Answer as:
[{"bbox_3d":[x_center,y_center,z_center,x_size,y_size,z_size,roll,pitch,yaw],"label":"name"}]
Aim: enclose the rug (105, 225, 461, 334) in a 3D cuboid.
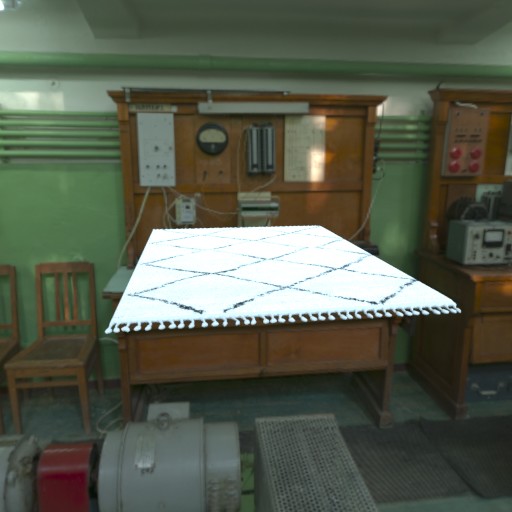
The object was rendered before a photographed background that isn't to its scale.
[{"bbox_3d":[0.000,0.000,2.888,1.494,0.031,2.307,-2,13,-8],"label":"rug"}]
